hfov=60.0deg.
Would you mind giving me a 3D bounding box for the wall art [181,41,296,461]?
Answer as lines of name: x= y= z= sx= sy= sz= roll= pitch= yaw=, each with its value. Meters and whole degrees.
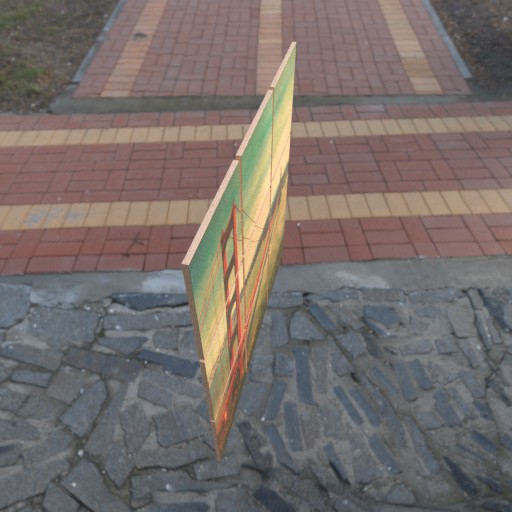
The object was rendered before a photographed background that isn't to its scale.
wall art: x=0.000 y=0.000 z=1.782 sx=0.016 sy=1.207 sz=1.217 roll=11 pitch=48 yaw=10
